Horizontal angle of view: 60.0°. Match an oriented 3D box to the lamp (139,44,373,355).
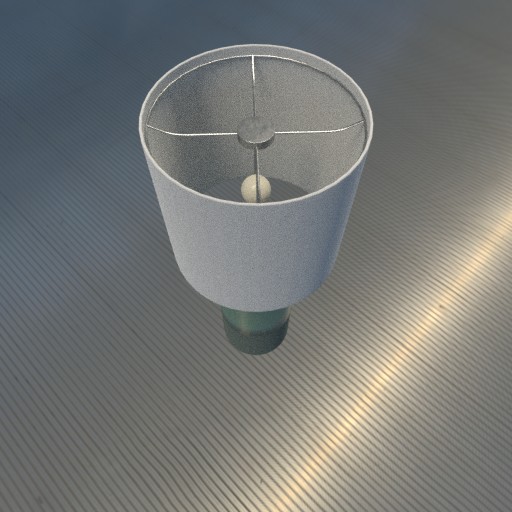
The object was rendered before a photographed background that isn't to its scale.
[{"bbox_3d":[0.000,0.000,0.613,0.212,0.493,0.212,-2,58,-1],"label":"lamp"}]
